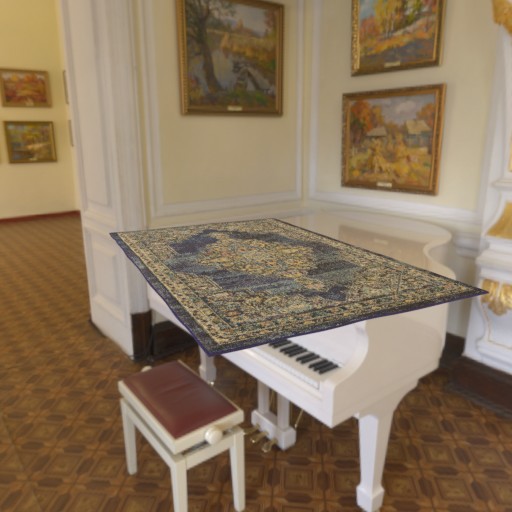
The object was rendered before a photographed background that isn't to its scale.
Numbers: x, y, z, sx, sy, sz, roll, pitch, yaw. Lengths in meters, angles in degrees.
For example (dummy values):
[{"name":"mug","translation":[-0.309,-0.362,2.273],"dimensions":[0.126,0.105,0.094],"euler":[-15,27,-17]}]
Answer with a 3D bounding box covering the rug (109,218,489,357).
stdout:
[{"name":"rug","translation":[0.000,0.000,2.264],"dimensions":[1.184,0.012,1.781],"euler":[-7,17,-25]}]
